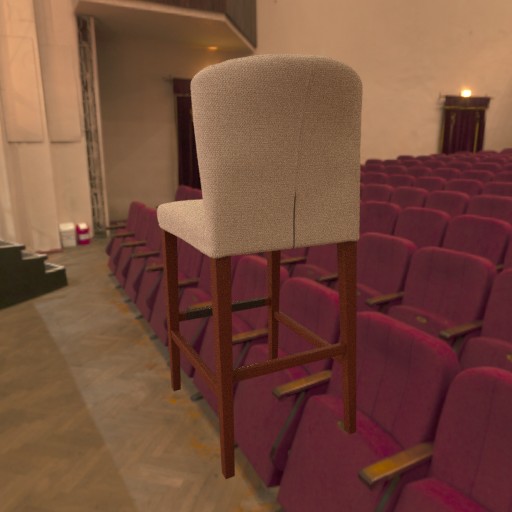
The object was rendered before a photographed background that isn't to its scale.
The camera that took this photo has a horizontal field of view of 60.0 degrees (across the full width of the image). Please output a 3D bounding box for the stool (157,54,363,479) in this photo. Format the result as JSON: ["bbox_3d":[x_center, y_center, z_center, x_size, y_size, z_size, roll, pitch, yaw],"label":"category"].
[{"bbox_3d":[0.000,0.000,1.372,0.481,1.069,0.568,-7,16,-26],"label":"stool"}]
